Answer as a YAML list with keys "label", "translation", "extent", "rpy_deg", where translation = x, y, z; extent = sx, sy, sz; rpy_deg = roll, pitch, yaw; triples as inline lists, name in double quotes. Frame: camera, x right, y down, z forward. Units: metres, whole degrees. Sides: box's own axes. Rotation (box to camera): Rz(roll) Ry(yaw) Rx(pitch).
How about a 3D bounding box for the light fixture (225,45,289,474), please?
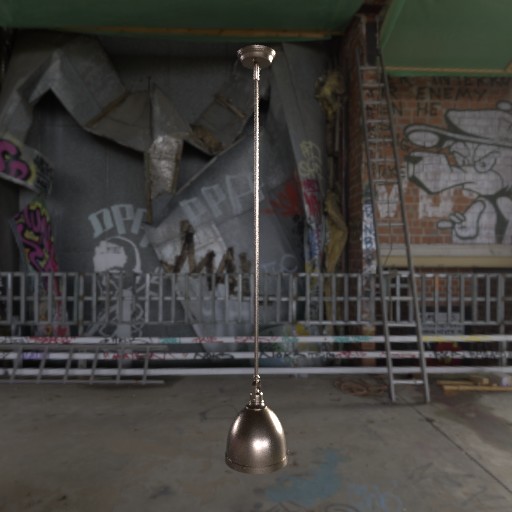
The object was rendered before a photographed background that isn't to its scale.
- label: "light fixture"
  translation: [0.000, 0.000, 1.495]
  extent: [0.211, 1.367, 0.217]
  rpy_deg: [0, 0, 18]
